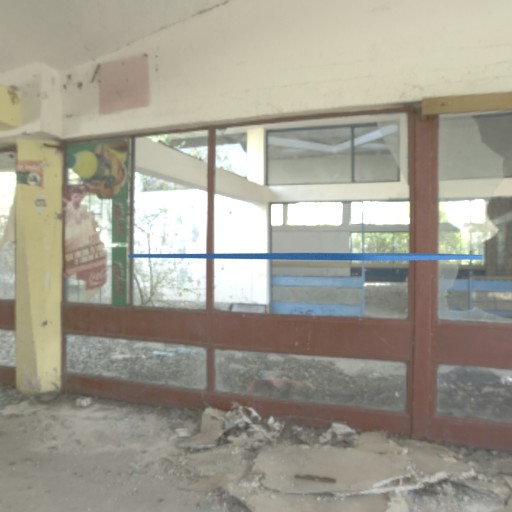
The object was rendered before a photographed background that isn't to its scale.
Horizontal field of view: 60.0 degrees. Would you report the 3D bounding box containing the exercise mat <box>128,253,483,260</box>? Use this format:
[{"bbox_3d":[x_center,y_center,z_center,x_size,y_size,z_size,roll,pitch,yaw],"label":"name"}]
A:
[{"bbox_3d":[0.000,0.000,2.068,0.616,0.021,1.869,0,0,-35],"label":"exercise mat"}]
